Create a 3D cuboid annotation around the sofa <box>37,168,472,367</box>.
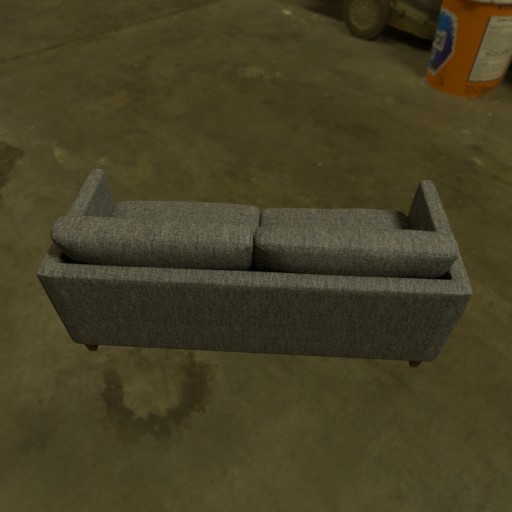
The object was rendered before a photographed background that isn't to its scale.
[{"bbox_3d":[0.000,0.000,2.709,2.208,0.960,0.948,2,46,2],"label":"sofa"}]
